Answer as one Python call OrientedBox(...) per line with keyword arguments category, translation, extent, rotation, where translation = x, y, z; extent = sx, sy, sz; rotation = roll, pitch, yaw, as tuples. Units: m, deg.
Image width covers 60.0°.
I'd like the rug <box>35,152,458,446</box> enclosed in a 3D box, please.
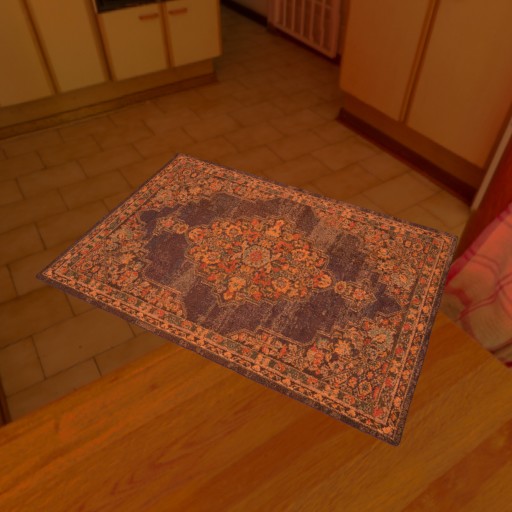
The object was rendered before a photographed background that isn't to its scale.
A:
OrientedBox(category="rug", translation=(0.000, 0.000, 3.703), extent=(2.940, 0.011, 2.053), rotation=(20, 49, 19))
